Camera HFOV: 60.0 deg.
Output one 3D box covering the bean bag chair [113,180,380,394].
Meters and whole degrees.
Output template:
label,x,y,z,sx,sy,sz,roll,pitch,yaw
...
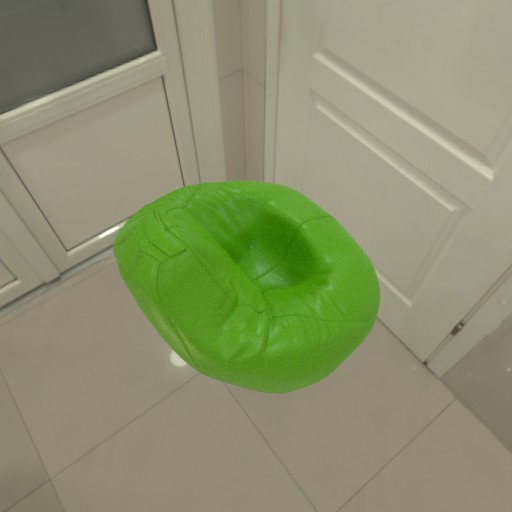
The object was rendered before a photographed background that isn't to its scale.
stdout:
label,x,y,z,sx,sy,sz,roll,pitch,yaw
bean bag chair,0.000,0.000,1.919,1.070,0.990,1.070,-33,63,-19
